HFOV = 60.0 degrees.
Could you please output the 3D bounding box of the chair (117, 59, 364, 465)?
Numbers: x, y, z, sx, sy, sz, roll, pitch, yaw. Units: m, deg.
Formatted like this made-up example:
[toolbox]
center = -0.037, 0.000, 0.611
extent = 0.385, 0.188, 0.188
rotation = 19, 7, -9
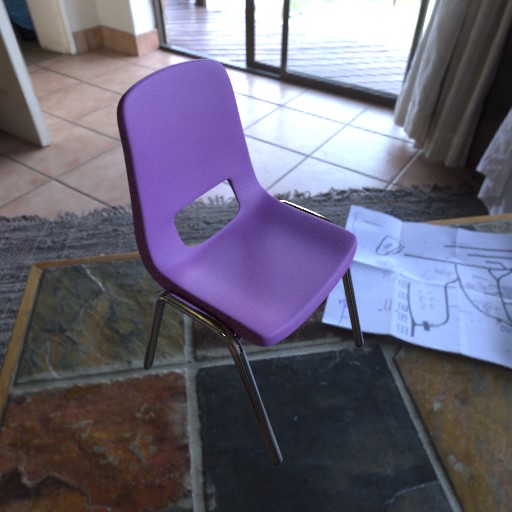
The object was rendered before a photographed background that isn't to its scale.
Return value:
[chair]
center = 0.000, 0.000, 0.664
extent = 0.301, 0.493, 0.291
rotation = 26, 47, 27
